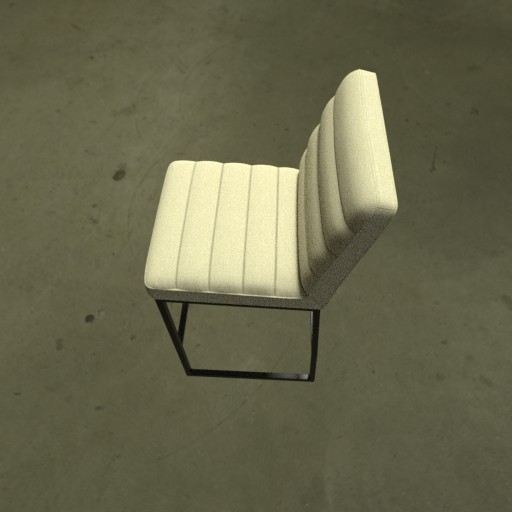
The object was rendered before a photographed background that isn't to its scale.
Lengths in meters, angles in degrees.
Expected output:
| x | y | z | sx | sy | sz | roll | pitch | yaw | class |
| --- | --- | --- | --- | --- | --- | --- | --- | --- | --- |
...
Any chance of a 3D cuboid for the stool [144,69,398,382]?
| x | y | z | sx | sy | sz | roll | pitch | yaw | class |
| --- | --- | --- | --- | --- | --- | --- | --- | --- | --- |
| 0.000 | 0.000 | 1.383 | 0.560 | 1.040 | 0.460 | 2 | 56 | 2 | stool |
